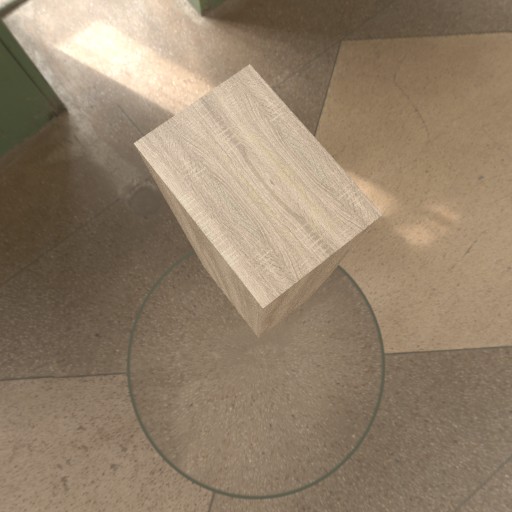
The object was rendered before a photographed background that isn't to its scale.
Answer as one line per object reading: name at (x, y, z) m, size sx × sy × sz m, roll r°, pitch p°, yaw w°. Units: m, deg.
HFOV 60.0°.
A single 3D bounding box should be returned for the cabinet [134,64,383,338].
cabinet at (0.000, 0.000, 2.085) m, size 0.400 × 1.850 × 0.570 m, roll -37°, pitch 80°, yaw -8°
